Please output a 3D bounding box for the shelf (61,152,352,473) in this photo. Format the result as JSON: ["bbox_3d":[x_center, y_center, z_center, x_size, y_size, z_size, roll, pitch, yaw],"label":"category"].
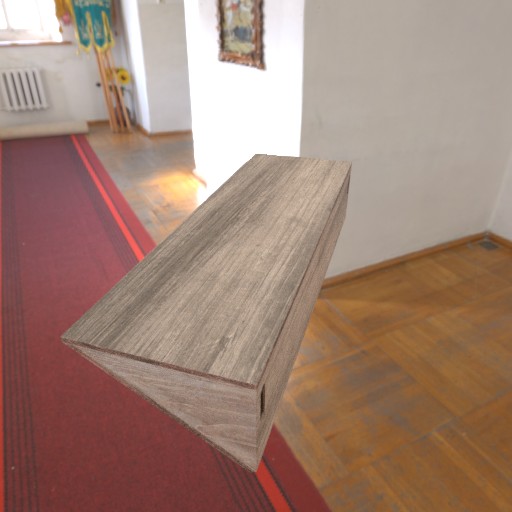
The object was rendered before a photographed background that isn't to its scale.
[{"bbox_3d":[0.000,0.000,0.684,0.200,0.125,0.610,9,32,15],"label":"shelf"}]
